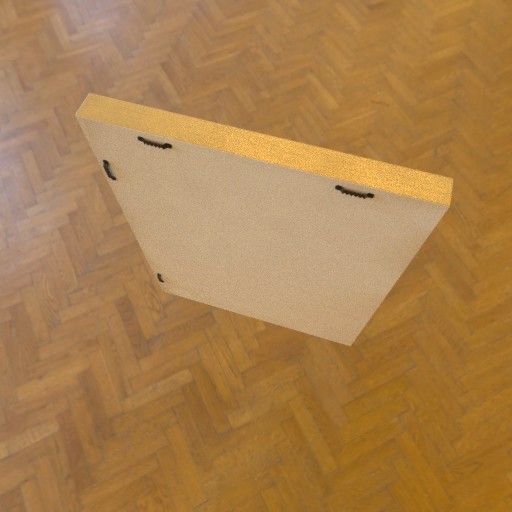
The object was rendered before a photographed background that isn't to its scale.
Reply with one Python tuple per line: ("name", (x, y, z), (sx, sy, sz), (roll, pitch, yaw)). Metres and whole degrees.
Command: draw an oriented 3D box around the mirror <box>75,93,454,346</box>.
("mirror", (0.000, 0.000, 0.692), (0.406, 0.509, 0.041), (15, 64, 8))
